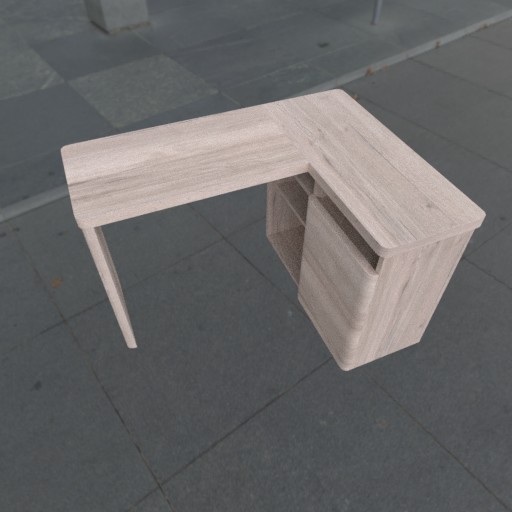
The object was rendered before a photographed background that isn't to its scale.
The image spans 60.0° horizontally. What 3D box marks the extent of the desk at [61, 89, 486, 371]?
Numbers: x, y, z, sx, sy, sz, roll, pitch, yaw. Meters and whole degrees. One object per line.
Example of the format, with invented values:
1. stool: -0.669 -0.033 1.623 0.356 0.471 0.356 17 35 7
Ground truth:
1. desk: 0.000 0.000 1.759 1.169 0.760 0.900 -17 49 -15
